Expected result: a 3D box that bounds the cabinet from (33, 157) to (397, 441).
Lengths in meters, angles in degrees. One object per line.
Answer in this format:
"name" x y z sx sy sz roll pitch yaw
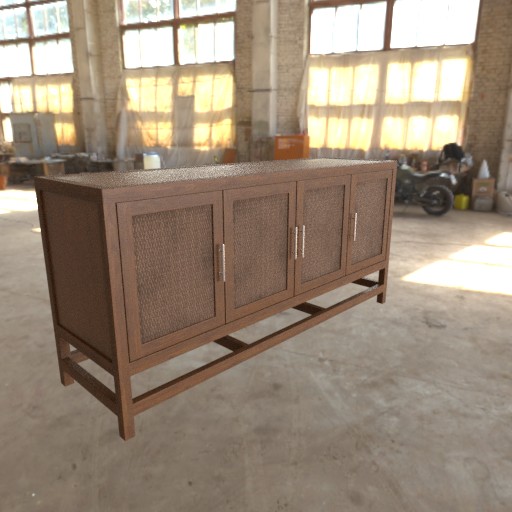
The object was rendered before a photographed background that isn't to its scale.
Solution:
"cabinet" 0.000 0.000 2.082 0.522 0.820 1.708 15 21 42
